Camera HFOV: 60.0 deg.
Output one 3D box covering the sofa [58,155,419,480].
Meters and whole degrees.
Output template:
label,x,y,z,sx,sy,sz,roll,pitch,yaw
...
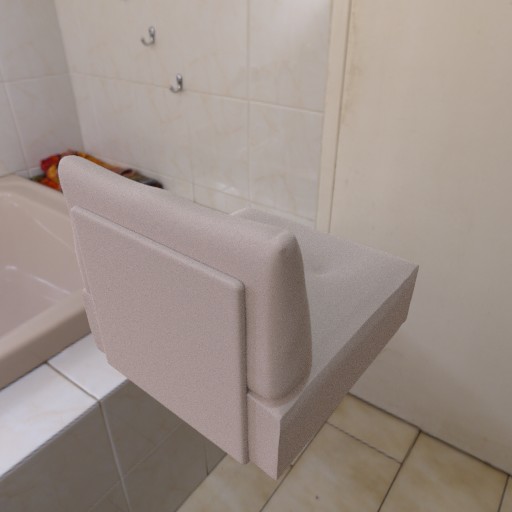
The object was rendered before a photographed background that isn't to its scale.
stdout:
label,x,y,z,sx,sy,sz,roll,pitch,yaw
sofa,0.000,0.000,1.686,0.935,0.828,1.000,22,38,32
